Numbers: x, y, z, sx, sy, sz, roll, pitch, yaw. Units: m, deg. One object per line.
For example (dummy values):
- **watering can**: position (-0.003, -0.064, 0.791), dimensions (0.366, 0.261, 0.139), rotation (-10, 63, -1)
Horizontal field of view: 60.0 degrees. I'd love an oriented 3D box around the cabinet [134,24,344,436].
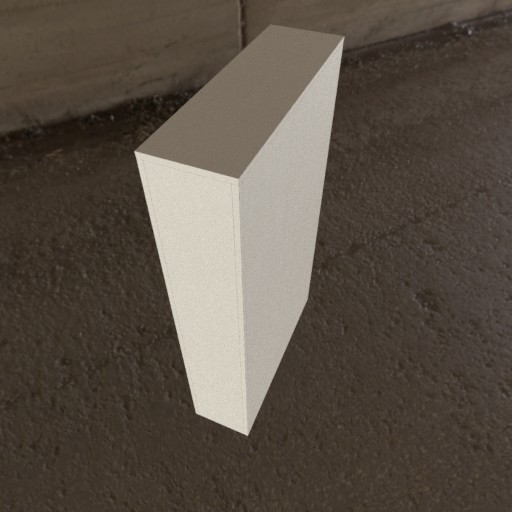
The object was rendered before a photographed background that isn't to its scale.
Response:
- **cabinet**: position (0.000, 0.000, 1.583), dimensions (0.250, 1.280, 0.750), rotation (17, 50, 16)
